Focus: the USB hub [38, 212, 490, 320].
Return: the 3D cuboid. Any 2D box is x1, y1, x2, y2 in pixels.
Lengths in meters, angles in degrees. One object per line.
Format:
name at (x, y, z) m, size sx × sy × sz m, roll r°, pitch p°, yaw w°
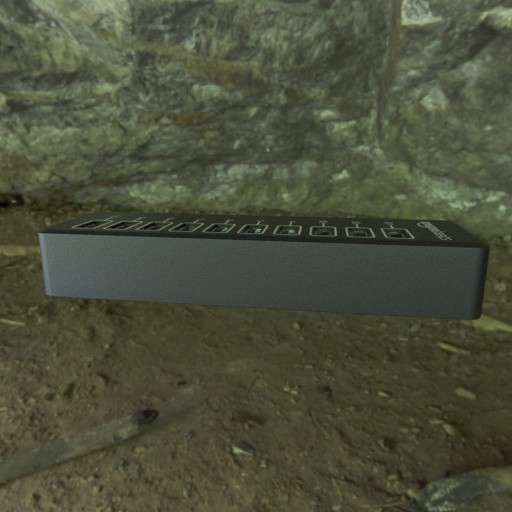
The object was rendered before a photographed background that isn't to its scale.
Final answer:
USB hub at (0.000, 0.000, 0.161) m, size 0.145 × 0.023 × 0.044 m, roll 2°, pitch 14°, yaw 9°
